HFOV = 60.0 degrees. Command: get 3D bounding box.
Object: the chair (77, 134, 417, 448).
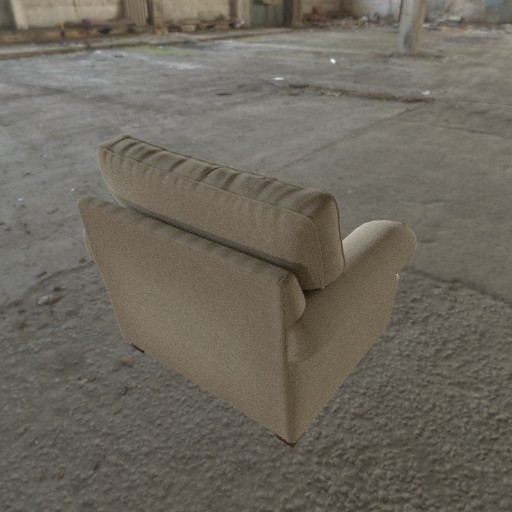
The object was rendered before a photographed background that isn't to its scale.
[{"bbox_3d":[0.000,0.000,1.842,1.092,0.961,0.965,21,36,32],"label":"chair"}]
